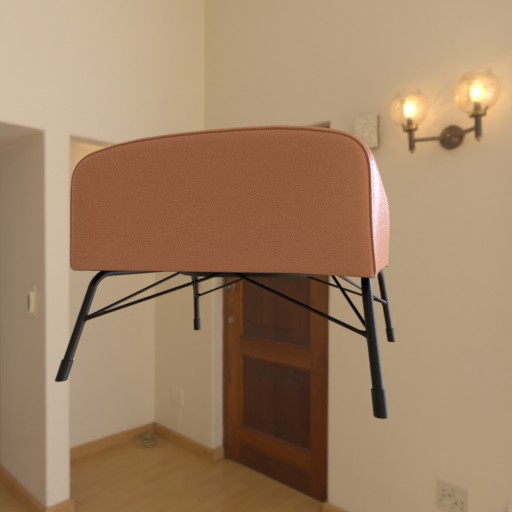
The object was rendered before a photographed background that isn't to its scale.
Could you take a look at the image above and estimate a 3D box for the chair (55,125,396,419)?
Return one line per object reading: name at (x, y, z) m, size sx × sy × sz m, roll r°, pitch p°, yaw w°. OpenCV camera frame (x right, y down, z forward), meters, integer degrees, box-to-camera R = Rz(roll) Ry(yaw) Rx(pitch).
chair at (0.000, 0.000, 0.895) m, size 0.530 × 0.410 × 0.530 m, roll 0°, pitch 0°, yaw 18°
